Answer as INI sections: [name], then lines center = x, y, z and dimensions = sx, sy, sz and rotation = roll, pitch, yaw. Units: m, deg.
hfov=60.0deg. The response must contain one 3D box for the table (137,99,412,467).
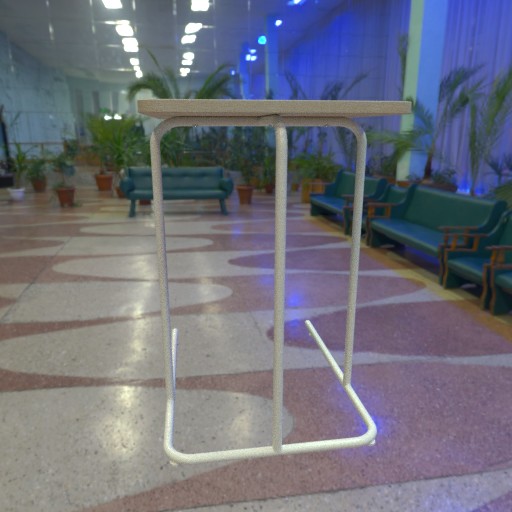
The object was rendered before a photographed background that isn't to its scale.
[table]
center = 0.000, 0.000, 0.868
dimensions = 0.370, 0.550, 0.480
rotation = -2, 16, -8
